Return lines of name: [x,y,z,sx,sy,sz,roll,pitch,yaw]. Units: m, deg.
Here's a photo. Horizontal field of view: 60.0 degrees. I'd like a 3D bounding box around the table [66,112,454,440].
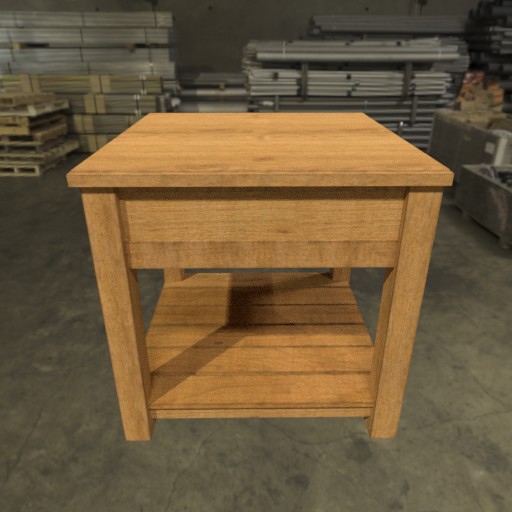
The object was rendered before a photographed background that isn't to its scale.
table: [0.000,0.000,1.094,0.612,0.593,0.616,0,26,-1]
